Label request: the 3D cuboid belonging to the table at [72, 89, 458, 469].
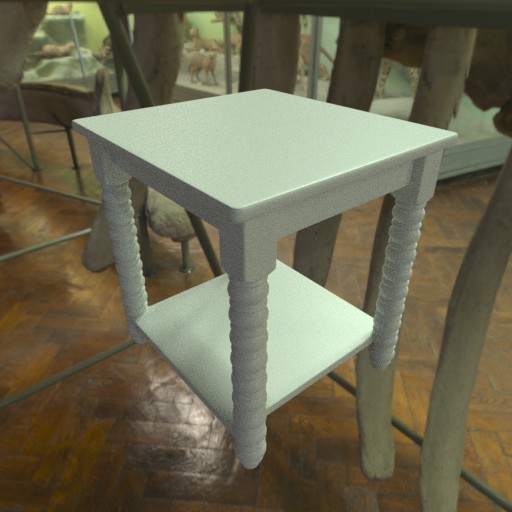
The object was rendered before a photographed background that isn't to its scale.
[{"bbox_3d":[0.000,0.000,0.967,0.500,0.563,0.533,-23,38,-33],"label":"table"}]
